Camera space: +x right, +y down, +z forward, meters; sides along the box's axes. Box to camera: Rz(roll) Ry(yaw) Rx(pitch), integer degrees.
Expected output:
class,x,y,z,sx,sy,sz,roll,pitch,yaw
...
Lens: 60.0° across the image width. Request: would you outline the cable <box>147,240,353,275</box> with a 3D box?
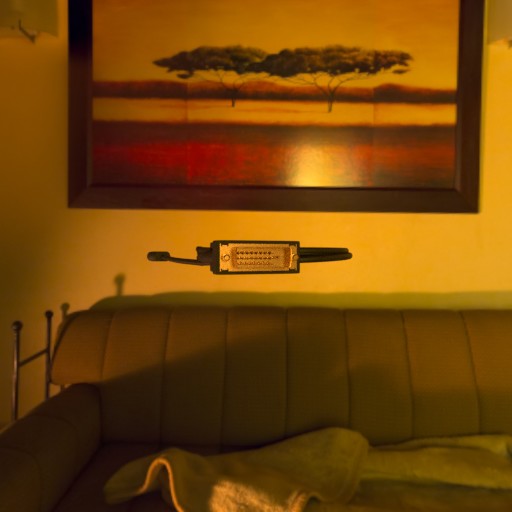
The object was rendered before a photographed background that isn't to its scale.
class,x,y,z,sx,sy,sz,roll,pitch,yaw
cable,0.000,0.000,0.338,0.136,0.015,0.281,0,0,-20
